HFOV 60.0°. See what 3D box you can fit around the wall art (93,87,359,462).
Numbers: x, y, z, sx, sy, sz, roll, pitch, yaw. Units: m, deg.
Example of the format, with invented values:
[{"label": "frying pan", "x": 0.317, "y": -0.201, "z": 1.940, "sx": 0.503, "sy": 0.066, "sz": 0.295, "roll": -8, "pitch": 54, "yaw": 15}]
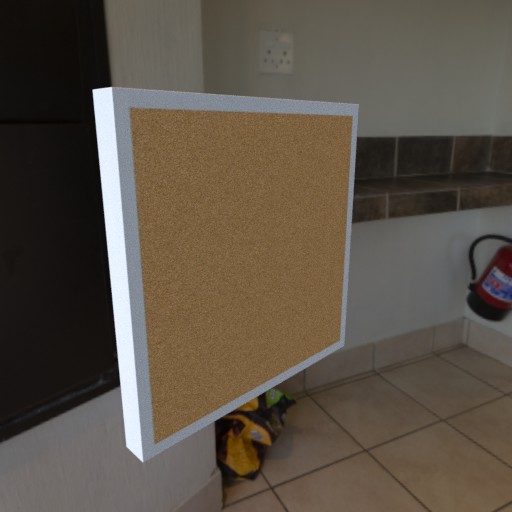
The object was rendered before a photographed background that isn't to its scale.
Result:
[{"label": "wall art", "x": 0.000, "y": 0.000, "z": 0.606, "sx": 0.038, "sy": 0.406, "sz": 0.406, "roll": 15, "pitch": 22, "yaw": 43}]
